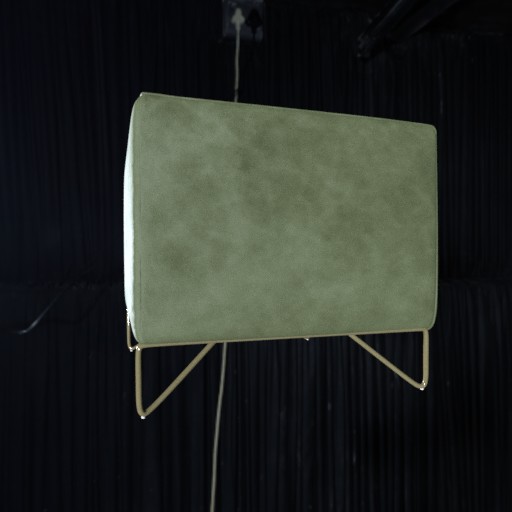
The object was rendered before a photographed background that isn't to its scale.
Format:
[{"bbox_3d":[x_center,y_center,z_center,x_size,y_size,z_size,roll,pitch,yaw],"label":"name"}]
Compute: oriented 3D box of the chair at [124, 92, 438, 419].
[{"bbox_3d":[0.000,0.000,1.585,0.894,0.790,0.880,0,0,-18],"label":"chair"}]
